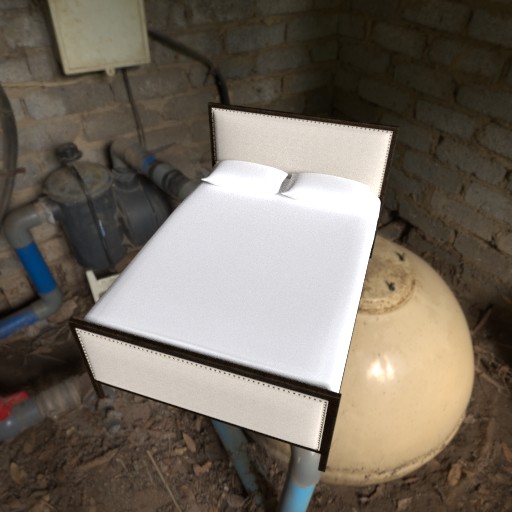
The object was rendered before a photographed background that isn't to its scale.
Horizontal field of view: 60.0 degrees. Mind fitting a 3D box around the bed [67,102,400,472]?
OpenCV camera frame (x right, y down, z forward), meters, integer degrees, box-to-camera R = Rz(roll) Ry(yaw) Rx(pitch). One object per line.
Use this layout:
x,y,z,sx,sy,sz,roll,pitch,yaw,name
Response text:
0.000,0.000,3.250,1.607,1.313,2.221,12,41,14,bed
